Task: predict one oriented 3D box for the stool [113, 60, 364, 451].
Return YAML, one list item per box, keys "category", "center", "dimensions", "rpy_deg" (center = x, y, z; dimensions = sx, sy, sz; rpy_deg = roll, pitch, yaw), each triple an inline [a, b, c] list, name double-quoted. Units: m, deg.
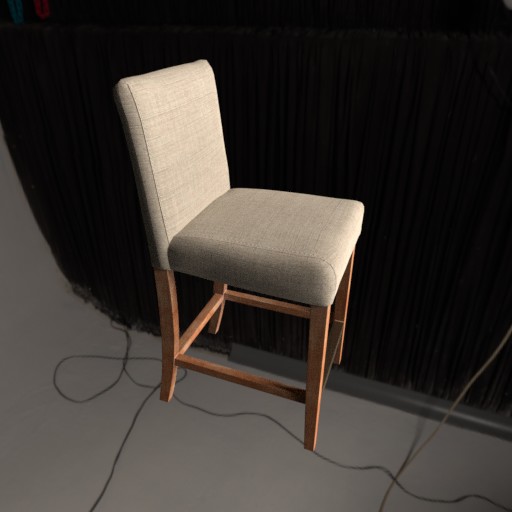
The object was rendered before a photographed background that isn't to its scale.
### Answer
- category: "stool"
  center: [0.000, 0.000, 1.346]
  dimensions: [0.567, 1.039, 0.454]
  rpy_deg: [11, 32, 18]
